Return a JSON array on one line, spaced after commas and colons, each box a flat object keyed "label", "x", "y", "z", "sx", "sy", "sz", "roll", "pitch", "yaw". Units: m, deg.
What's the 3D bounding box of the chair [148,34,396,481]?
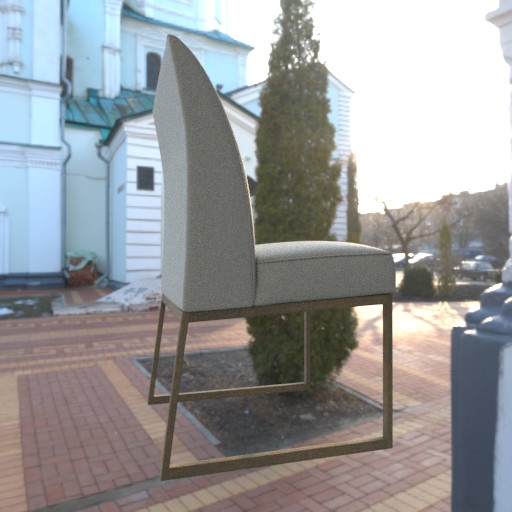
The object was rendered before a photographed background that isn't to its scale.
[{"label": "chair", "x": 0.000, "y": 0.000, "z": 1.149, "sx": 0.522, "sy": 0.863, "sz": 0.508, "roll": 0, "pitch": 0, "yaw": -17}]
